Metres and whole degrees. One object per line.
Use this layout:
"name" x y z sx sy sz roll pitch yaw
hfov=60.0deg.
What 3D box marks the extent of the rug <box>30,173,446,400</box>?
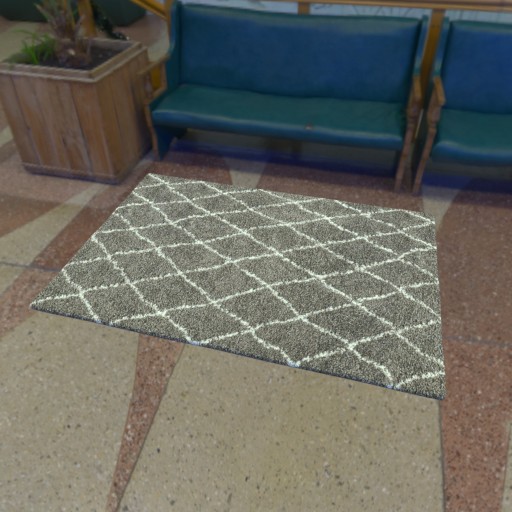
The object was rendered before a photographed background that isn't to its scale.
"rug" 0.000 0.000 2.254 1.778 0.030 1.219 10 41 12
